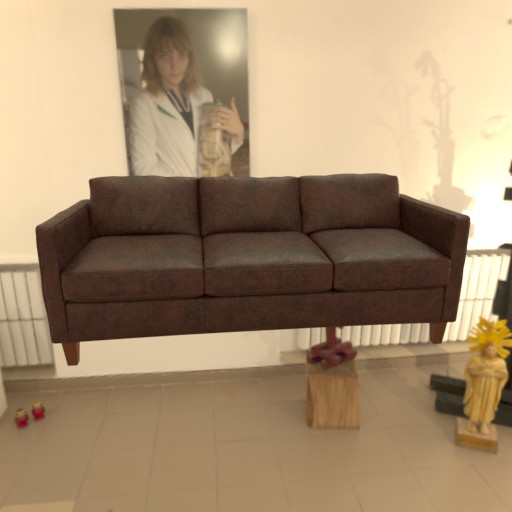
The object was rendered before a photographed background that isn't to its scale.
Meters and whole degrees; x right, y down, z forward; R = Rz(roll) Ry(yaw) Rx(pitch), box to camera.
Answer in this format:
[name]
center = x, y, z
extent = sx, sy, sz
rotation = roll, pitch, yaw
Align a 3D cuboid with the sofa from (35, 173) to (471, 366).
[sofa]
center = 0.000, 0.000, 2.955
extent = 2.464, 1.006, 1.045
rotation = -2, 16, -7
